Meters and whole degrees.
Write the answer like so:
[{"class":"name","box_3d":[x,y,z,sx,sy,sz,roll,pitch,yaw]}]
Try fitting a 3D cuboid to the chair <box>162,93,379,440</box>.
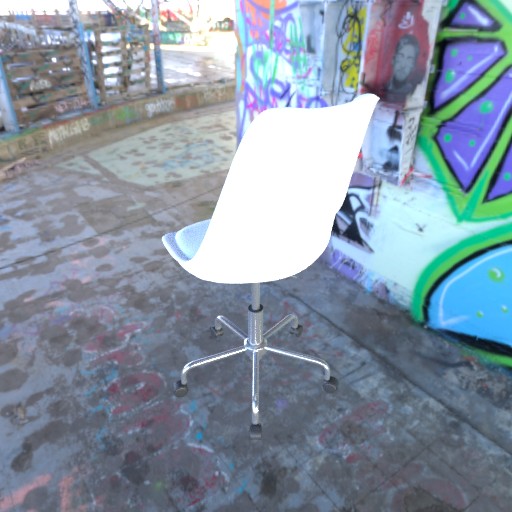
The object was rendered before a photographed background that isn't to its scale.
[{"class":"chair","box_3d":[0.000,0.000,1.277,0.550,0.930,0.550,-20,35,-31]}]
